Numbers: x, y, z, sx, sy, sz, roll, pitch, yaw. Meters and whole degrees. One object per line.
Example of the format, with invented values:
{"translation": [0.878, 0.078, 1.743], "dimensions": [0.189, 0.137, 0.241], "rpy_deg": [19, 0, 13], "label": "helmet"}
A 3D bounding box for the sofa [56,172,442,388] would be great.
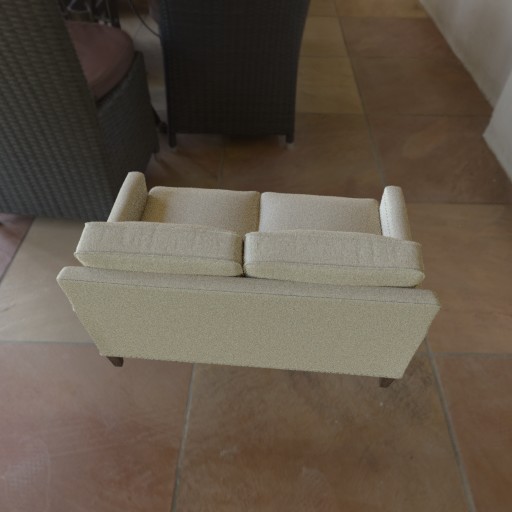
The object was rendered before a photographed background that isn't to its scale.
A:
{"translation": [0.000, 0.000, 2.322], "dimensions": [1.597, 1.003, 1.084], "rpy_deg": [4, 47, 3], "label": "sofa"}
